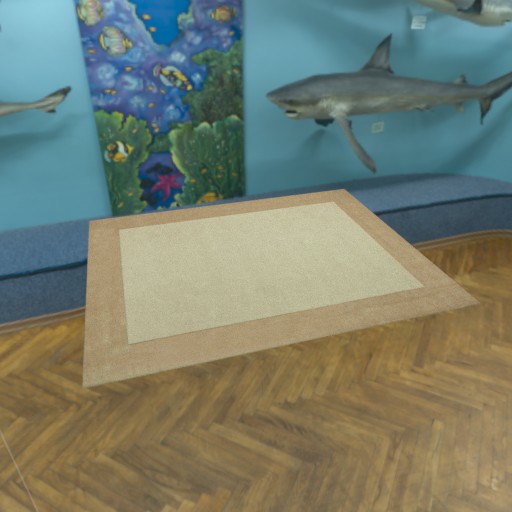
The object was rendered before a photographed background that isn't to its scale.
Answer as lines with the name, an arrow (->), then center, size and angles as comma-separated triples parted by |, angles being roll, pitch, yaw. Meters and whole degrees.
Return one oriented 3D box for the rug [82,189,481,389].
rug -> 0.000, 0.000, 4.193 | 3.048, 0.014, 2.438 | -9, 33, -14
